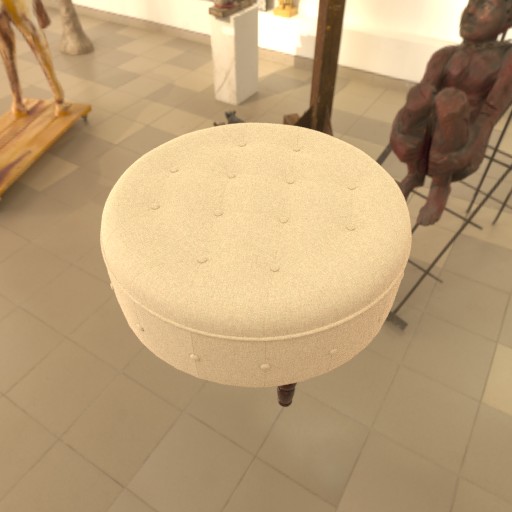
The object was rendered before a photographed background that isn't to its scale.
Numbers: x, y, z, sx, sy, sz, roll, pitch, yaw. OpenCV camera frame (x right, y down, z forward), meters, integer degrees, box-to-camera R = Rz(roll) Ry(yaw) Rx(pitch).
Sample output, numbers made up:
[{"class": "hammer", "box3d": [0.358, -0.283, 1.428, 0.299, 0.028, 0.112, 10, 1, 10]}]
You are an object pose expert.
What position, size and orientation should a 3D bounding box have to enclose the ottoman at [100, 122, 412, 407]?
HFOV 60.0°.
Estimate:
[{"class": "ottoman", "box3d": [0.000, 0.000, 1.363, 0.848, 0.494, 0.848, 0, 45, 0]}]
